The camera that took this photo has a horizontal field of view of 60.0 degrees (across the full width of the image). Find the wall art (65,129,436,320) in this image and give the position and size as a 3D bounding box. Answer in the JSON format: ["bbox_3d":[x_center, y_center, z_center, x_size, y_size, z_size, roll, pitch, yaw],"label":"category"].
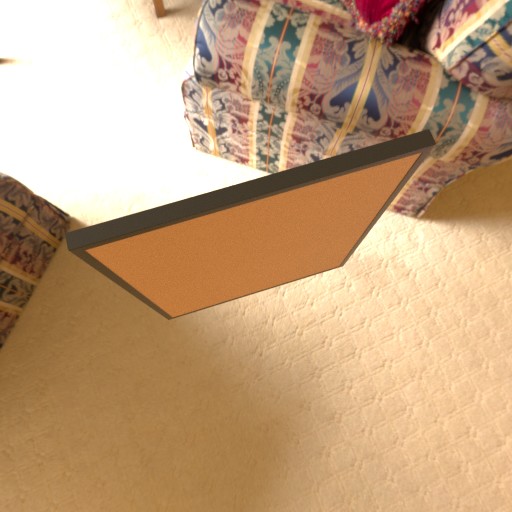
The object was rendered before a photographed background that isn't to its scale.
[{"bbox_3d":[0.000,0.000,1.440,0.804,1.061,0.039,-17,75,-5],"label":"wall art"}]
